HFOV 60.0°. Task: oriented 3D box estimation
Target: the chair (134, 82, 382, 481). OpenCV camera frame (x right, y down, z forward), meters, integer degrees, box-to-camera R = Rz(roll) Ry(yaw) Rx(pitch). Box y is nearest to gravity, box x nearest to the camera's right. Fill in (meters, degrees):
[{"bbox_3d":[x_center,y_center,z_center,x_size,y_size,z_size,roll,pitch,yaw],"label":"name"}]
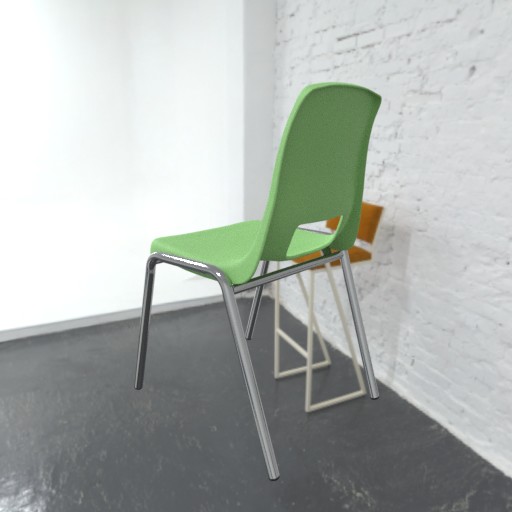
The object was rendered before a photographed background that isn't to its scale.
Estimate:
[{"bbox_3d":[0.000,0.000,0.934,0.436,0.653,0.381,15,21,42],"label":"chair"}]
